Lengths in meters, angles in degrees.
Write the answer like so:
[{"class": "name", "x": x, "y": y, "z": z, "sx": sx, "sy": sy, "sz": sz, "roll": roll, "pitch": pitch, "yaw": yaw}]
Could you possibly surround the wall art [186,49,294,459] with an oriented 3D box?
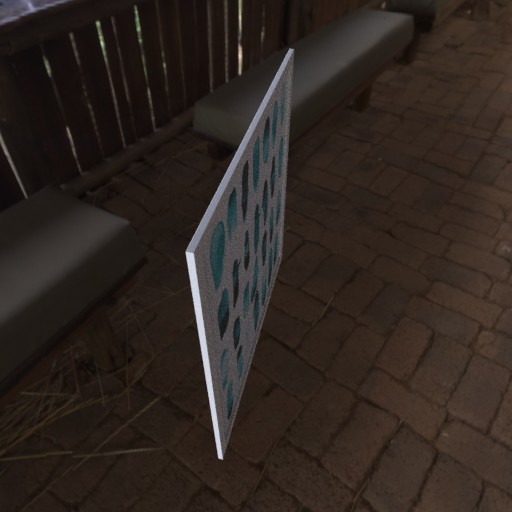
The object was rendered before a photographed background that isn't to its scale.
[{"class": "wall art", "x": 0.000, "y": 0.000, "z": 0.841, "sx": 0.009, "sy": 0.559, "sz": 0.558, "roll": 10, "pitch": 46, "yaw": 10}]
